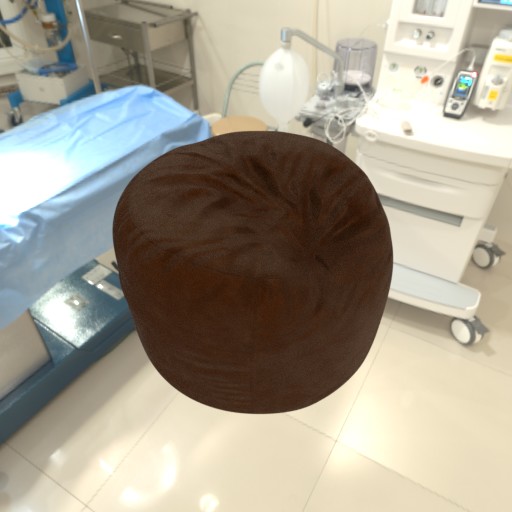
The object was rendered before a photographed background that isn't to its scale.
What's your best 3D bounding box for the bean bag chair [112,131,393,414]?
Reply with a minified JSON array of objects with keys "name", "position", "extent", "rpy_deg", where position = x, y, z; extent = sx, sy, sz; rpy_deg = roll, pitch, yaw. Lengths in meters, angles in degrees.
[{"name":"bean bag chair","position":[0.000,0.000,1.537],"extent":[0.918,0.616,0.918],"rpy_deg":[0,41,0]}]
